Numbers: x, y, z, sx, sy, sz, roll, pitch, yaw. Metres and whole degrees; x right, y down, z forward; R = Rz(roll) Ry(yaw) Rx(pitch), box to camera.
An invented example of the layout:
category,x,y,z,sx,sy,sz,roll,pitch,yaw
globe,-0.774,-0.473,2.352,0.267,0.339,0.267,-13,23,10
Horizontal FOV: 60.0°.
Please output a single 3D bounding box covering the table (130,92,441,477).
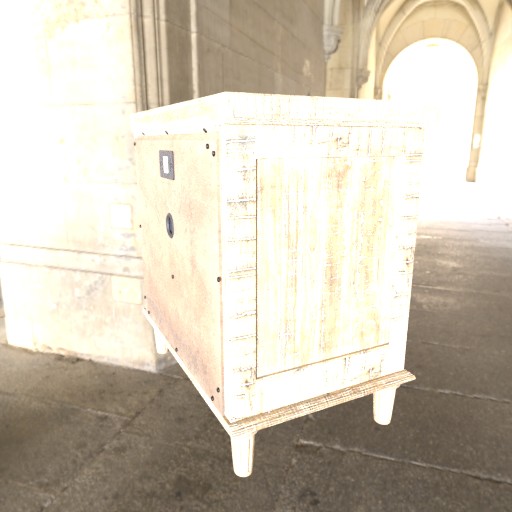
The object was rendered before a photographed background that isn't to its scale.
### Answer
category,x,y,z,sx,sy,sz,roll,pitch,yaw
table,0.000,0.000,1.134,0.457,0.711,0.686,-7,16,-26
